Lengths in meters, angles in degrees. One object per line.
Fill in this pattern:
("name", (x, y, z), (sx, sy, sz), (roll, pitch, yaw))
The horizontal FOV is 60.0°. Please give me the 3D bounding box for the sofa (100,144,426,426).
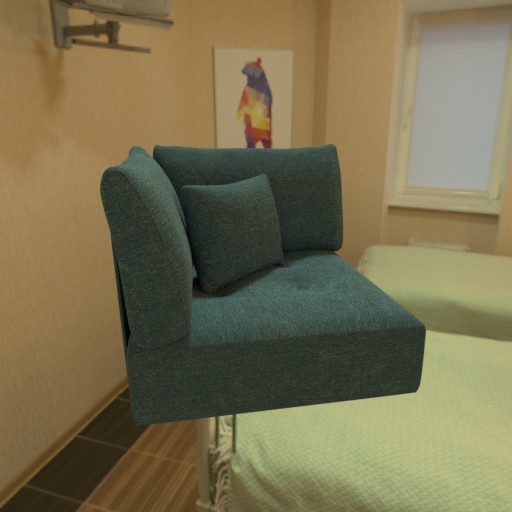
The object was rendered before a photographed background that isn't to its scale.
("sofa", (0.000, 0.000, 1.769), (1.000, 0.820, 1.000), (-3, 17, -10))
